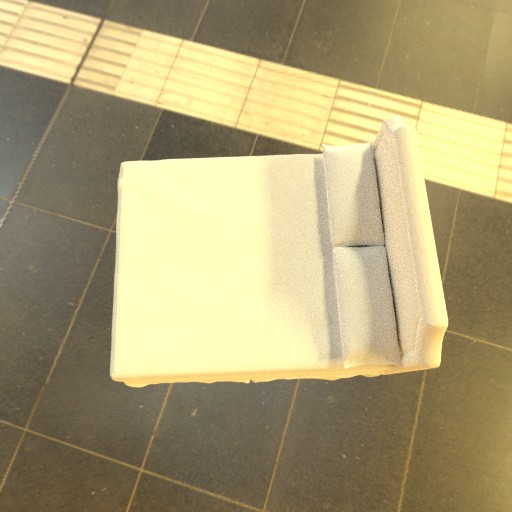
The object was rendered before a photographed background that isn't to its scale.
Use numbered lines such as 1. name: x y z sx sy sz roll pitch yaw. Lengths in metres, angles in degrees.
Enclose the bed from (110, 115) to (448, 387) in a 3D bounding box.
1. bed: 0.000 0.000 3.889 2.548 1.524 2.134 -2 73 -1
